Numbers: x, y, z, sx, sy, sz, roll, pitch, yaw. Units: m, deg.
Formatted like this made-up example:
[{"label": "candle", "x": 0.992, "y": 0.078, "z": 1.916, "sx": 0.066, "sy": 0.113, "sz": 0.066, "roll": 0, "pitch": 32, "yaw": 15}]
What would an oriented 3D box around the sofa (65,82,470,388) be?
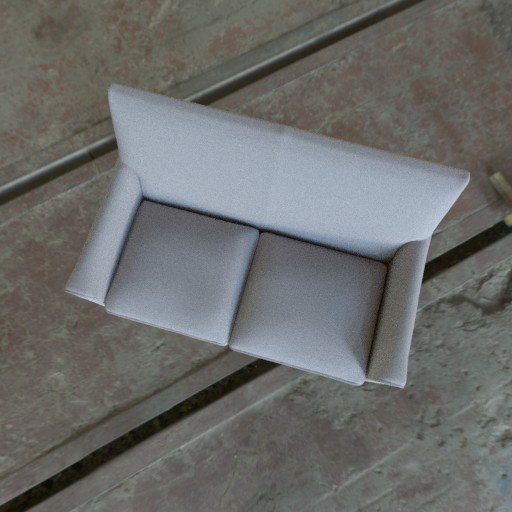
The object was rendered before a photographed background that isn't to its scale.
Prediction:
[{"label": "sofa", "x": 0.000, "y": 0.000, "z": 2.076, "sx": 1.482, "sy": 0.890, "sz": 0.888, "roll": 15, "pitch": 77, "yaw": 4}]
